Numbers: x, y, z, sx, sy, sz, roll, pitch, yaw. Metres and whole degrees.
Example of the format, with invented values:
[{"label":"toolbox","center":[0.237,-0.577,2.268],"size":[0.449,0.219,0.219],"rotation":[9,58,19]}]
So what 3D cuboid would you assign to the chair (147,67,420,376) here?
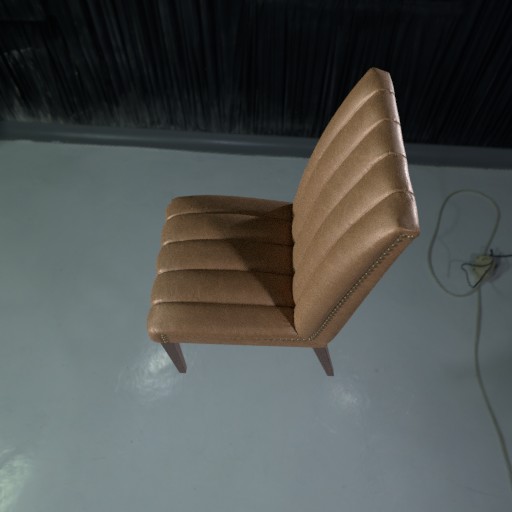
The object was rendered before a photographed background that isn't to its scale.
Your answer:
[{"label":"chair","center":[0.000,0.000,1.379],"size":[0.647,1.016,0.511],"rotation":[2,59,1]}]
